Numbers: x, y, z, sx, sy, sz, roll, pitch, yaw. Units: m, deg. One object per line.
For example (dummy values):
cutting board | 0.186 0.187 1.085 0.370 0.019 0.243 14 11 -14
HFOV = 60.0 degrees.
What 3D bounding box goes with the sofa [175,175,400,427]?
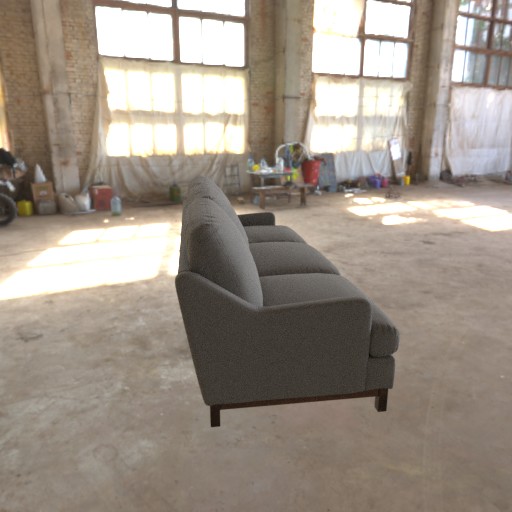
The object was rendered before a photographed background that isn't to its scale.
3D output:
sofa | 0.000 0.000 2.972 0.987 0.926 2.344 -2 15 -8
